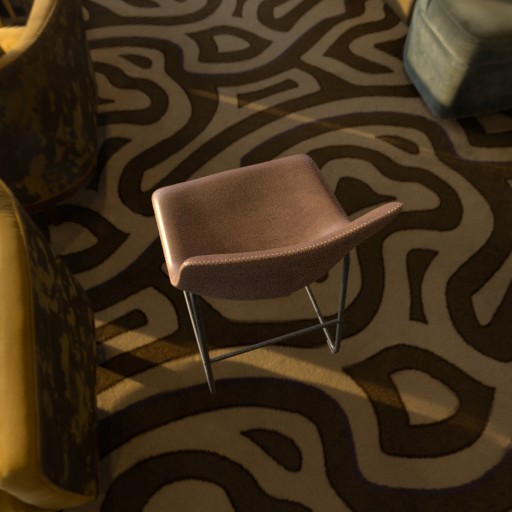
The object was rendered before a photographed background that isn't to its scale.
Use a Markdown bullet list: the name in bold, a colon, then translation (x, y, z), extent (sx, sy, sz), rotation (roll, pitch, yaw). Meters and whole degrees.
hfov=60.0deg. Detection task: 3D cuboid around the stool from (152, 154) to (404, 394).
- **stool**: translation (0.000, 0.000, 1.198), extent (0.460, 0.890, 0.550), rotation (-16, 60, -9)
